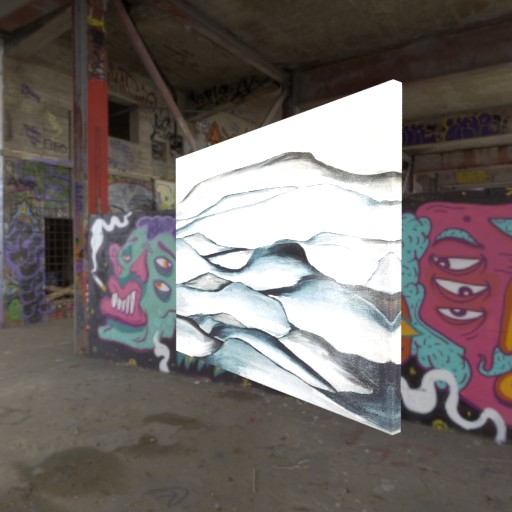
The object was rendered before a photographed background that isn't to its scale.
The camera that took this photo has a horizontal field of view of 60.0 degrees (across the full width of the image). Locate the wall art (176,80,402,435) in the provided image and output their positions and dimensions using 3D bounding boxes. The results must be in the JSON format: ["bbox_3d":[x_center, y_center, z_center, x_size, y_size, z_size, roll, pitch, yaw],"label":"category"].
[{"bbox_3d":[0.000,0.000,1.635,0.039,0.915,1.219,0,1,-37],"label":"wall art"}]
